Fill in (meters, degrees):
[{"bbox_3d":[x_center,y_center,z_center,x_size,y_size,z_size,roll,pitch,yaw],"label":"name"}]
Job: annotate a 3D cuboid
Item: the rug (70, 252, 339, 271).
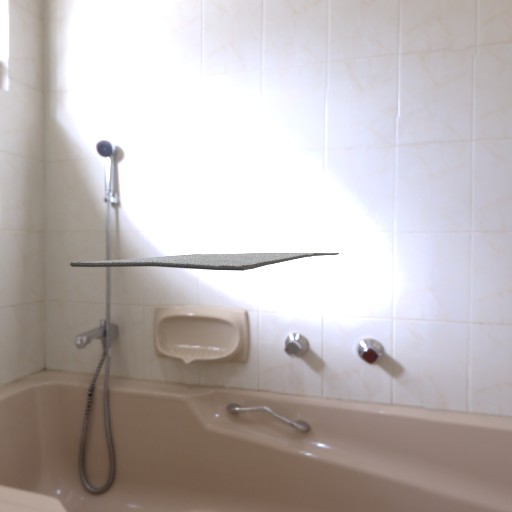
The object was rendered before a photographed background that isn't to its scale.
[{"bbox_3d":[0.000,0.000,2.641,0.675,0.037,2.341,0,2,18],"label":"rug"}]
